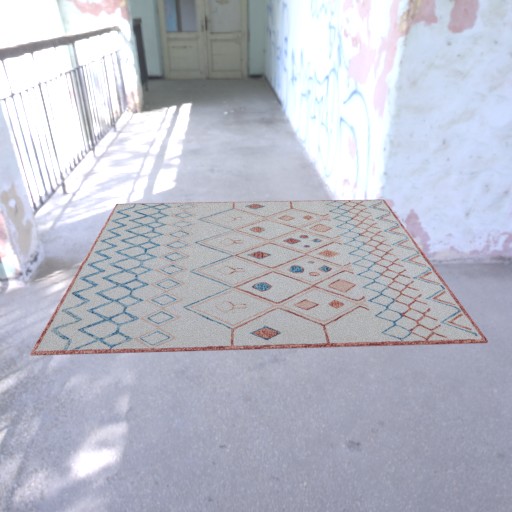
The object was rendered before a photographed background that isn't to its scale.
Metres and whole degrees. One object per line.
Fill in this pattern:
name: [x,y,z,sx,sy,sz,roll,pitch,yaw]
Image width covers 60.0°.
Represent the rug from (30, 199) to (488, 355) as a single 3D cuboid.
rug: [0.000,0.000,3.992,3.050,0.016,2.441,-1,30,-2]
